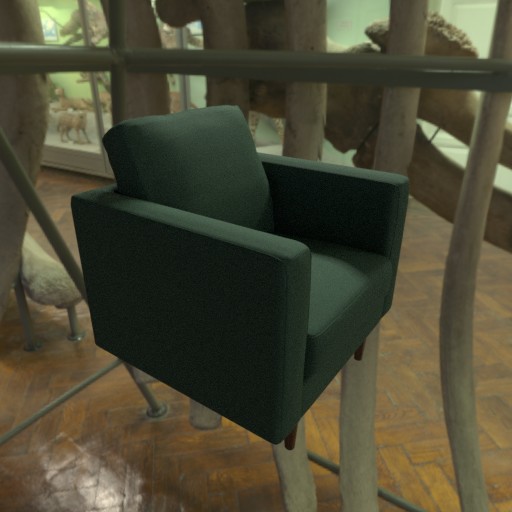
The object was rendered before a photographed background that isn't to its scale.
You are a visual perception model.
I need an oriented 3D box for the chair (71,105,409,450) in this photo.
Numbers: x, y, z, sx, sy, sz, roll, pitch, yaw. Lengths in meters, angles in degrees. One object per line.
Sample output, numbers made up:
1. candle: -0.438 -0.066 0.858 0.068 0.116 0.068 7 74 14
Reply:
1. chair: 0.000 0.000 1.525 0.800 0.927 0.855 16 30 31
